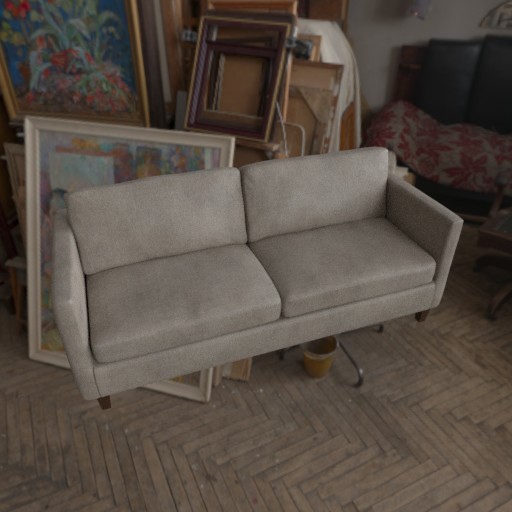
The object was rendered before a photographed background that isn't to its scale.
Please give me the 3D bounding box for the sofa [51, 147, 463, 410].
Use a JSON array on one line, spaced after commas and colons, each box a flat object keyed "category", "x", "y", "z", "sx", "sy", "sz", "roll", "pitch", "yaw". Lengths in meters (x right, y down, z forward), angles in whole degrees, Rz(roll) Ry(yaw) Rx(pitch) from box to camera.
[{"category": "sofa", "x": 0.000, "y": 0.000, "z": 2.690, "sx": 2.208, "sy": 0.965, "sz": 0.951, "roll": -11, "pitch": 36, "yaw": -16}]
